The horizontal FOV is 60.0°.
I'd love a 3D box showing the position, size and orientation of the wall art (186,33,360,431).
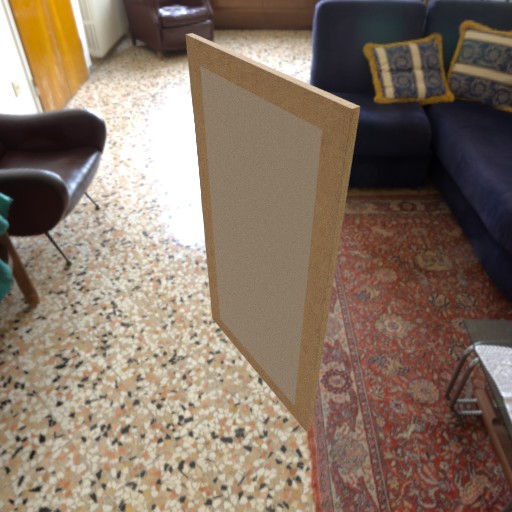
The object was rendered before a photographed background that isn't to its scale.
[{"bbox_3d":[0.000,0.000,0.822,0.013,0.683,0.381,-24,46,-26],"label":"wall art"}]
